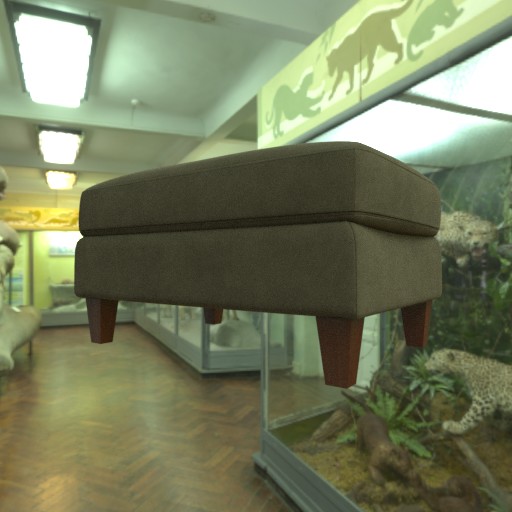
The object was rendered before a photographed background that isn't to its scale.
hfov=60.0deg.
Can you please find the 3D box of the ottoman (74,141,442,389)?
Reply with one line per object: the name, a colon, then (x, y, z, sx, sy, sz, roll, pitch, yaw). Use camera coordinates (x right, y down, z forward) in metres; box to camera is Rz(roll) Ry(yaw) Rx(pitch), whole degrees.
ottoman: (0.000, 0.000, 1.220, 0.864, 0.483, 0.584, -1, -1, 36)
